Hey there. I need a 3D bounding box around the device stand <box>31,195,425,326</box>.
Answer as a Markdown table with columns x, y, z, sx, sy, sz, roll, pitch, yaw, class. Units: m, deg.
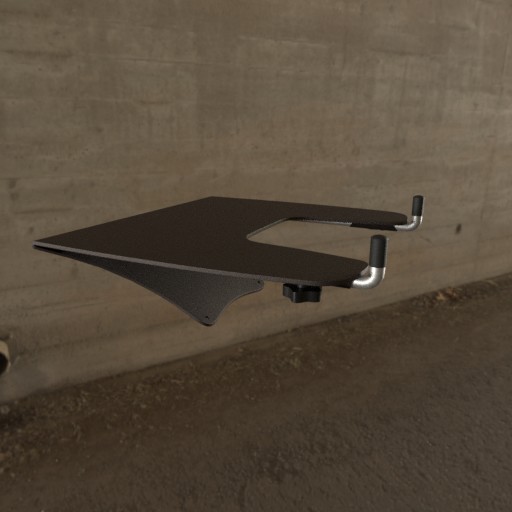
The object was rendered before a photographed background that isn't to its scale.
| x | y | z | sx | sy | sz | roll | pitch | yaw | class |
| --- | --- | --- | --- | --- | --- | --- | --- | --- | --- |
| 0.000 | 0.000 | 0.357 | 0.230 | 0.092 | 0.230 | 8 | 18 | 25 | device stand |
